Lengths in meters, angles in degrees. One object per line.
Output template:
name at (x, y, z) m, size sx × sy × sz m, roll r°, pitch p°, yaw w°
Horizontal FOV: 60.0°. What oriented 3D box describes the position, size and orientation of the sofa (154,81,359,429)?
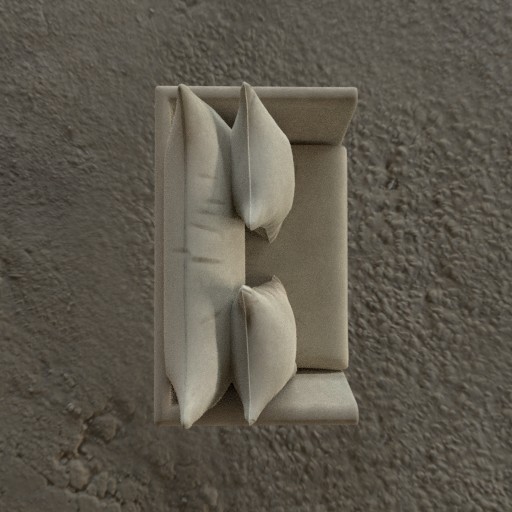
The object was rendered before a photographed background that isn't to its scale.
sofa at (0.000, 0.000, 2.299) m, size 1.035 × 1.040 × 1.608 m, roll 0°, pitch 89°, yaw -1°
